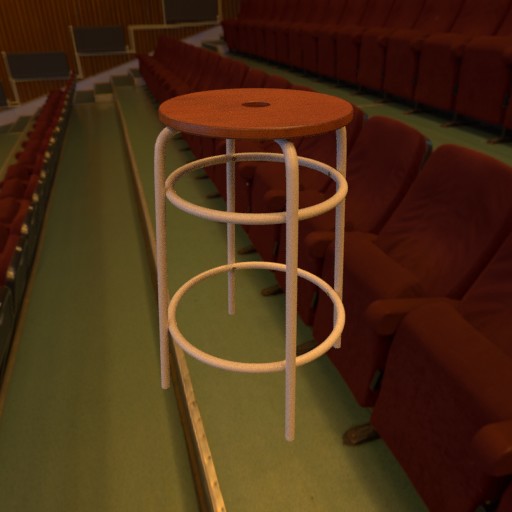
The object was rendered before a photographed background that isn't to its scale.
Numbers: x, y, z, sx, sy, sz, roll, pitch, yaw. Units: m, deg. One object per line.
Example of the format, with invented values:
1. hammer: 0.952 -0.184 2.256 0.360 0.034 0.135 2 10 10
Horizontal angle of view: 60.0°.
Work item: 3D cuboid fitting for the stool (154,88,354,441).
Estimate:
1. stool: 0.000 0.000 0.925 0.455 0.610 0.455 -9 31 -16
